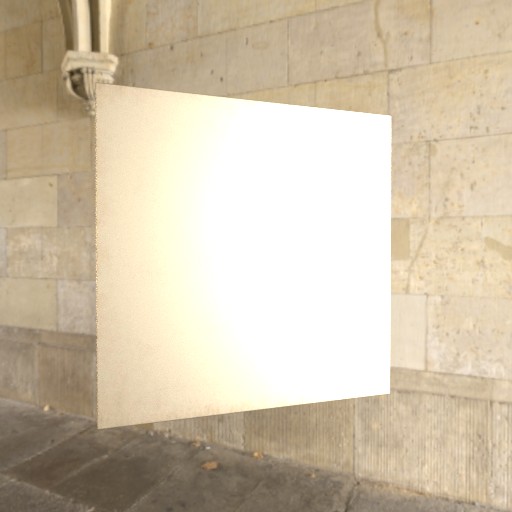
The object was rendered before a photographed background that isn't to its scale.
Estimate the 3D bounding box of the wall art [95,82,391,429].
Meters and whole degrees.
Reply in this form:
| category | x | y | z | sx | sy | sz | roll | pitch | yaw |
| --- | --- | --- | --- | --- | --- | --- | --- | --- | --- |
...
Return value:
| category | x | y | z | sx | sy | sz | roll | pitch | yaw |
| --- | --- | --- | --- | --- | --- | --- | --- | --- | --- |
| wall art | 0.000 | 0.000 | 0.744 | 0.503 | 0.506 | 0.040 | 0 | 1 | -19 |
